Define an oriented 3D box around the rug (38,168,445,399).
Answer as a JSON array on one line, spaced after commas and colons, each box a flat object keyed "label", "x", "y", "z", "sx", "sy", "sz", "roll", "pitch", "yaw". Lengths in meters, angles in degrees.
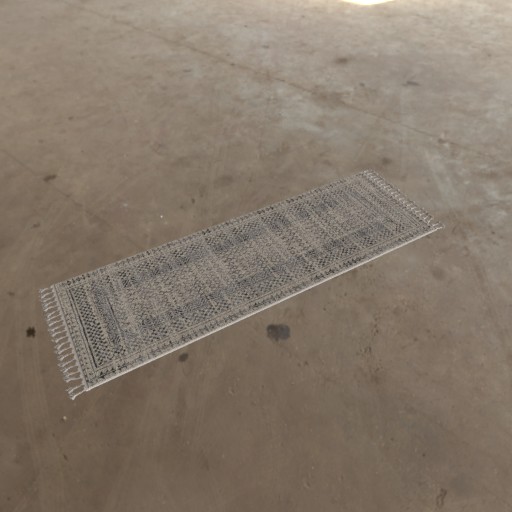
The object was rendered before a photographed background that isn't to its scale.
[{"label": "rug", "x": 0.000, "y": 0.000, "z": 2.746, "sx": 2.480, "sy": 0.013, "sz": 0.786, "roll": -22, "pitch": 50, "yaw": -20}]
